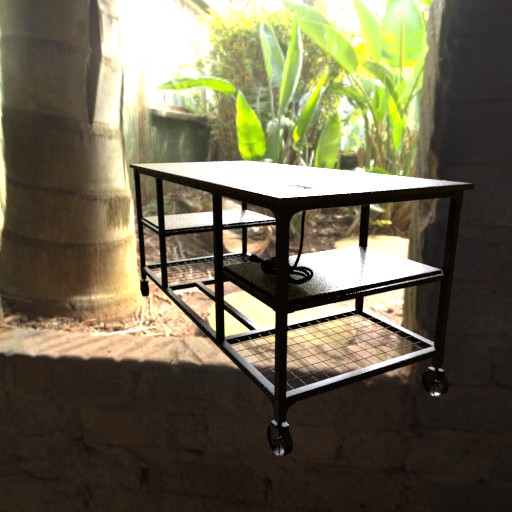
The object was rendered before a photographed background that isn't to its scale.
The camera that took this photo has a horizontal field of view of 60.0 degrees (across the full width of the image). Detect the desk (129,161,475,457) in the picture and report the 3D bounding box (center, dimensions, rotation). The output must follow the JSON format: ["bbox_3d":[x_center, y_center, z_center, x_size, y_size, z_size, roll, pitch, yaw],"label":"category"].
[{"bbox_3d":[0.000,0.000,1.982,0.711,0.751,1.590,-8,17,-27],"label":"desk"}]
